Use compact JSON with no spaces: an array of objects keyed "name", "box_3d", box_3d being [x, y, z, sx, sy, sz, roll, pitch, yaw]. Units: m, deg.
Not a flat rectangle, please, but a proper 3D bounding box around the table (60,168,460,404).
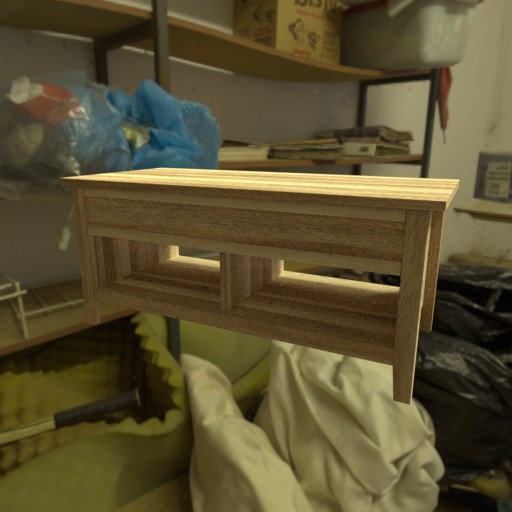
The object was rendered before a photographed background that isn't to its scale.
[{"name":"table","box_3d":[0.000,0.000,1.393,1.095,0.480,0.493,8,17,26]}]
